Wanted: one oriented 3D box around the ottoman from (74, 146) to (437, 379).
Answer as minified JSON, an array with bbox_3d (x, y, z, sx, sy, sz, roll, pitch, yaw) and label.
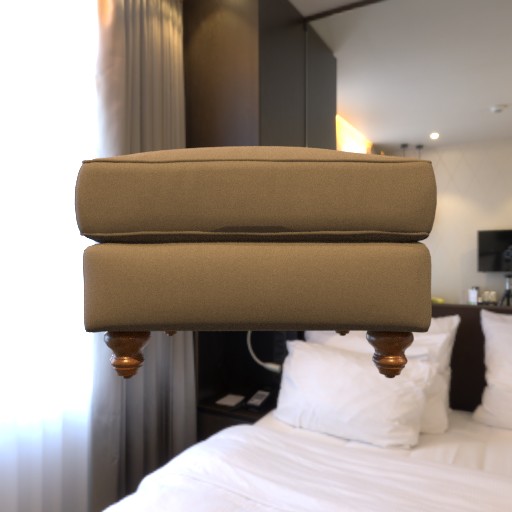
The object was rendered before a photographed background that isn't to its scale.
[{"bbox_3d":[0.000,0.000,1.166,0.721,0.505,0.662,0,0,0],"label":"ottoman"}]
